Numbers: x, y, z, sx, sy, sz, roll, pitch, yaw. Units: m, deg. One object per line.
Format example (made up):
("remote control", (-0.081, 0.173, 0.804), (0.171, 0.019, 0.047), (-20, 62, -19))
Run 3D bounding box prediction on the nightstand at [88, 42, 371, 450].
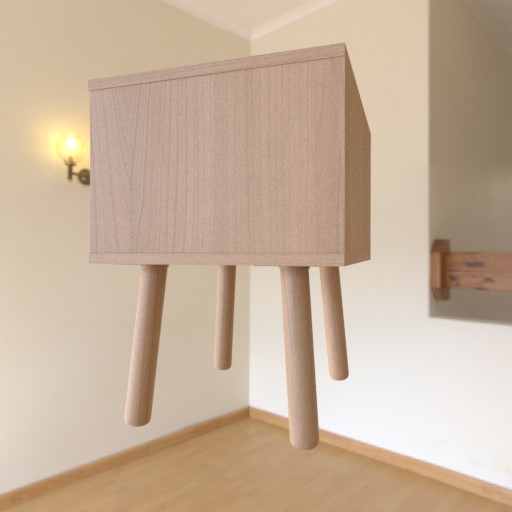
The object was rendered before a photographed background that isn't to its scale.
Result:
("nightstand", (0.000, 0.000, 0.820), (0.380, 0.530, 0.450), (0, 1, 18))
